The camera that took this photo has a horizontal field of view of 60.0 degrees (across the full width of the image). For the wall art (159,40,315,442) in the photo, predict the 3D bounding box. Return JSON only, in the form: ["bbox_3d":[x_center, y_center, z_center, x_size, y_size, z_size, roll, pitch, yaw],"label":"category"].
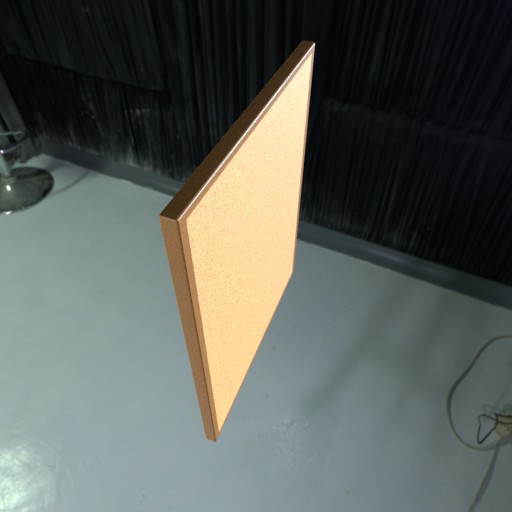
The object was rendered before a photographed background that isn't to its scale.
[{"bbox_3d":[0.000,0.000,0.523,0.015,0.379,0.310,16,49,15],"label":"wall art"}]
